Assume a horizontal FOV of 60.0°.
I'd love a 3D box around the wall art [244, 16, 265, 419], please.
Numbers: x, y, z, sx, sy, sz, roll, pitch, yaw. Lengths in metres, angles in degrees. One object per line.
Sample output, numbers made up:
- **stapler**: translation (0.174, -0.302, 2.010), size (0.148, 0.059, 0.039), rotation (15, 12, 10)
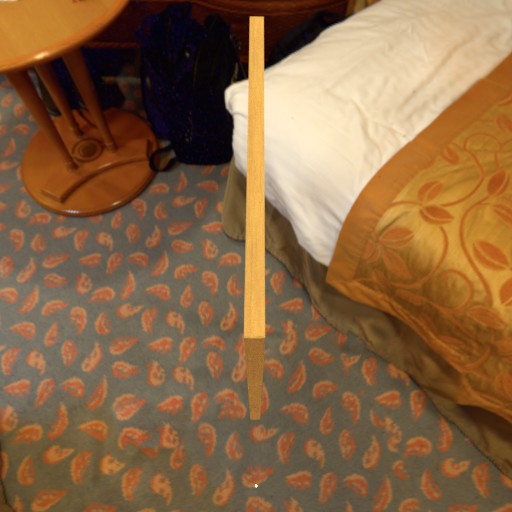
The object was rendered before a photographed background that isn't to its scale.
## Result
- **wall art**: translation (0.000, 0.000, 0.760), size (0.020, 0.561, 0.460), rotation (0, 63, 0)
